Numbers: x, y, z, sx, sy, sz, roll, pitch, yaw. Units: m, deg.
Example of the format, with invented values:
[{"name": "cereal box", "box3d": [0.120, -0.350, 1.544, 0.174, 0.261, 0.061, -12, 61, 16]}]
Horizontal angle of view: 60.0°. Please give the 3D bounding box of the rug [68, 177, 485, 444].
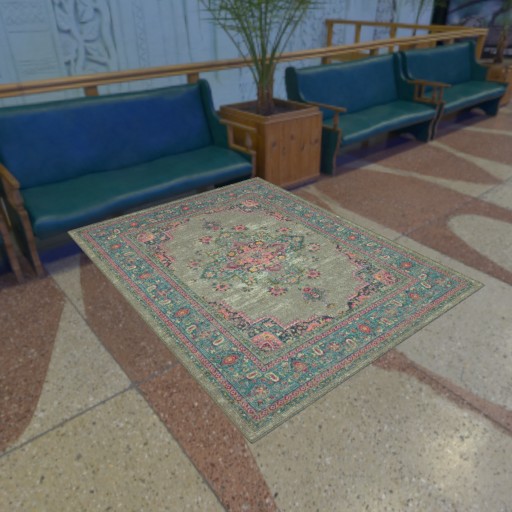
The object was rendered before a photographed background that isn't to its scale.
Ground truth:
[{"name": "rug", "box3d": [0.000, 0.000, 4.056, 2.434, 0.013, 3.057, -22, 38, -32]}]
